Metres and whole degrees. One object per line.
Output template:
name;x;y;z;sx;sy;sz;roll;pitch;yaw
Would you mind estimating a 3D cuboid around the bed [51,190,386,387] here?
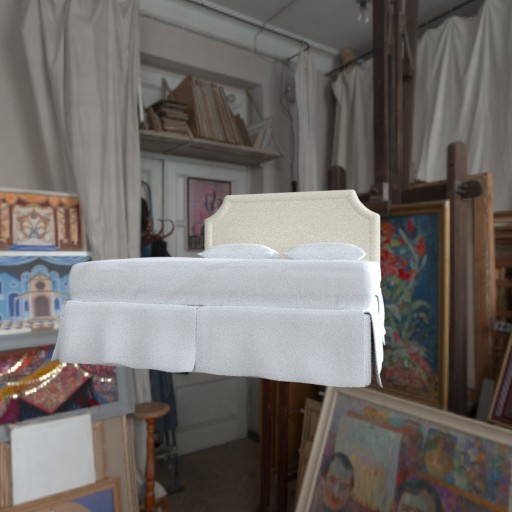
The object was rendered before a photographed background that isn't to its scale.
bed;0.000;0.000;4.199;2.350;1.590;2.773;0;-1;17
